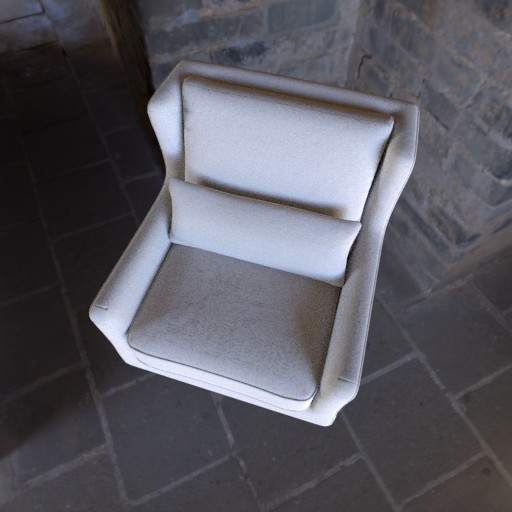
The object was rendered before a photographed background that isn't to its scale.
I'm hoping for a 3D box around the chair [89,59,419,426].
[{"bbox_3d":[0.000,0.000,1.837,0.982,1.056,1.040,15,58,9],"label":"chair"}]
